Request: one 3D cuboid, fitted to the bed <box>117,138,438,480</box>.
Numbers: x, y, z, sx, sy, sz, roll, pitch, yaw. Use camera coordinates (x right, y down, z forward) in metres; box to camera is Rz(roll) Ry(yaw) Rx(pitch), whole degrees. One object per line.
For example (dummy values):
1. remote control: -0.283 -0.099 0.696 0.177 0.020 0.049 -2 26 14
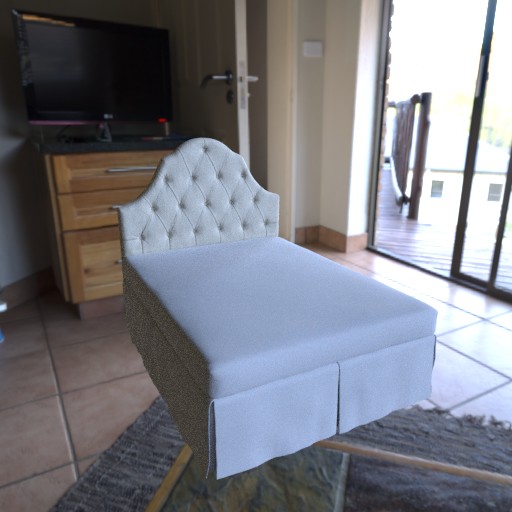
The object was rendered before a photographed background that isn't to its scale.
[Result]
1. bed: 0.000 0.000 3.192 1.627 1.575 2.092 -9 19 -26
